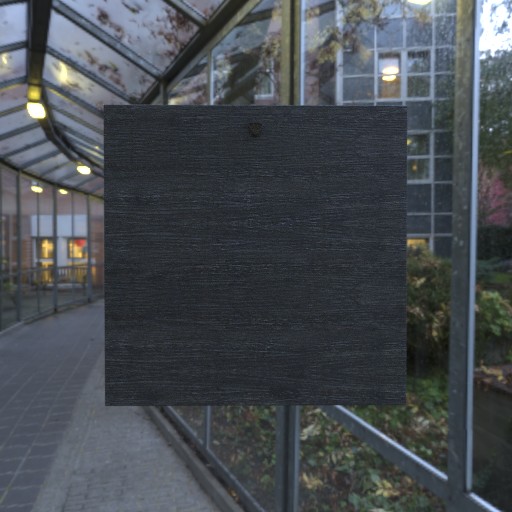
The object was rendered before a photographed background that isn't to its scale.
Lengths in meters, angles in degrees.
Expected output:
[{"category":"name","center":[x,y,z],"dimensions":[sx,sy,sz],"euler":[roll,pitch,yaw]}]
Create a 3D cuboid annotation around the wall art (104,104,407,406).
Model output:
[{"category":"wall art","center":[0.000,0.000,0.684],"dimensions":[0.462,0.459,0.027],"euler":[0,1,-1]}]
